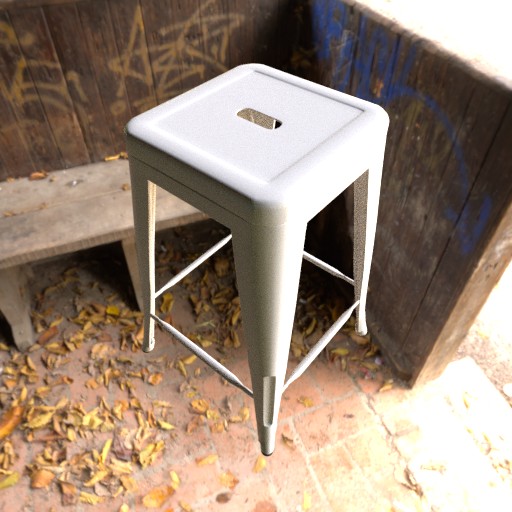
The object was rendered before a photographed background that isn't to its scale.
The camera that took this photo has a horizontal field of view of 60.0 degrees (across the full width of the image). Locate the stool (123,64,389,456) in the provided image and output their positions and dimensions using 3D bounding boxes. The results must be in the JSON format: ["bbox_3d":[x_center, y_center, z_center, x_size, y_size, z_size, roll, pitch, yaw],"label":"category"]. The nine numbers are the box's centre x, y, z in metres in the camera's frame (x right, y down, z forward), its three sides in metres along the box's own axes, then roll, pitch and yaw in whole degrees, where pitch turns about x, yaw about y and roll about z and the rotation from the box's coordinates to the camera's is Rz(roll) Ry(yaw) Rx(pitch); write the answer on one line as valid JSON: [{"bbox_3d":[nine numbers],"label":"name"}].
[{"bbox_3d":[0.000,0.000,0.888,0.406,0.610,0.406,31,54,26],"label":"stool"}]
